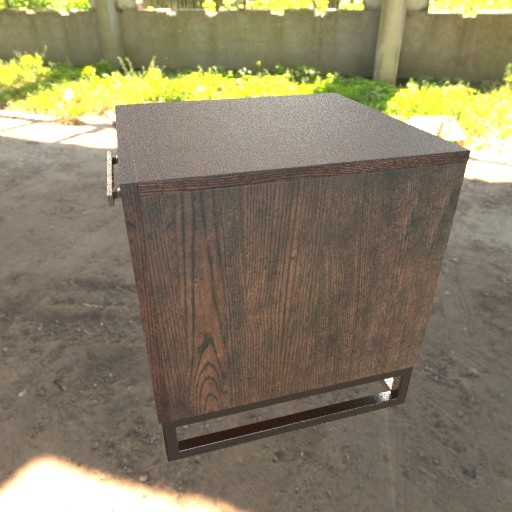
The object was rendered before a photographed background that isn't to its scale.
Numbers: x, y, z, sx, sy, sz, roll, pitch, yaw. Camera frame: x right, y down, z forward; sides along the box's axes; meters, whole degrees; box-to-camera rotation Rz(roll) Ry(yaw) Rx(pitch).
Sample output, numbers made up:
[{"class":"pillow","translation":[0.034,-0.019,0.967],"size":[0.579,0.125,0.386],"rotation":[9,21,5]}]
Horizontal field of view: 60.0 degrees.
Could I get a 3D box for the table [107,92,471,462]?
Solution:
[{"class":"table","translation":[0.000,0.000,0.991],"size":[0.566,0.582,0.506],"rotation":[-8,31,-14]}]
